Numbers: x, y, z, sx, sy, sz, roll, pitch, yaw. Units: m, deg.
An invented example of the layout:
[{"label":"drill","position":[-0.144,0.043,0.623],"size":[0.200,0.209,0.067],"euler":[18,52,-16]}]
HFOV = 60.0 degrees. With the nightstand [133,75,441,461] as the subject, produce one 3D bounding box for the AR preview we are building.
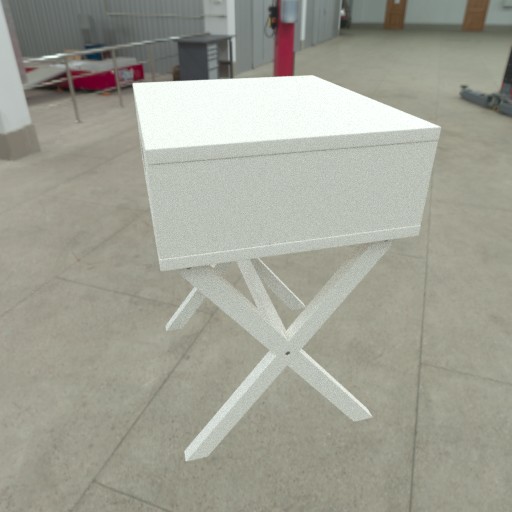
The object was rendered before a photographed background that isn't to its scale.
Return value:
[{"label":"nightstand","position":[0.000,0.000,0.923],"size":[0.402,0.623,0.479],"euler":[-8,31,-13]}]
